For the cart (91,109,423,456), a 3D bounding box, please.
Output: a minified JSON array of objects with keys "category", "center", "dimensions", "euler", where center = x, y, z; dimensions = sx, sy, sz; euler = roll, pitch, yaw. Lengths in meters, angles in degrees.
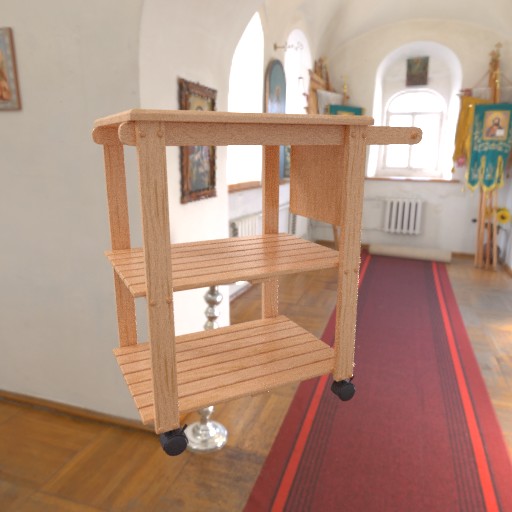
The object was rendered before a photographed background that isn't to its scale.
[{"category":"cart","center":[0.000,0.000,1.360],"dimensions":[0.843,0.816,0.520],"euler":[-7,16,-26]}]
